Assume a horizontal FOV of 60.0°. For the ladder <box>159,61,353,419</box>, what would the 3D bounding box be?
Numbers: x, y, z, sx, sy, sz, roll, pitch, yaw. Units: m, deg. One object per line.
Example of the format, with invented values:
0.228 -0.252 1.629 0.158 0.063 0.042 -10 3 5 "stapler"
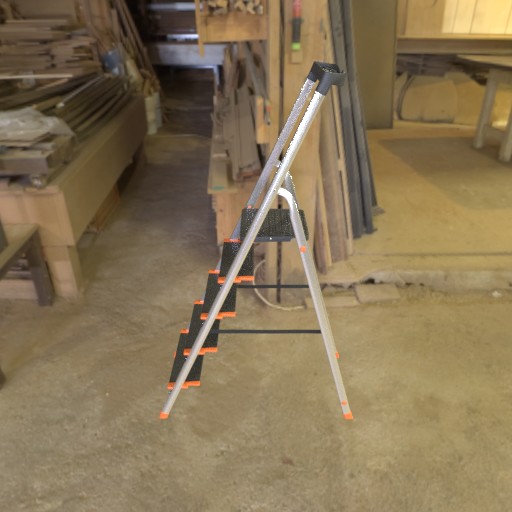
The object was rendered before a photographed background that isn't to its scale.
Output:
0.000 0.000 2.074 0.995 1.646 0.480 0 29 0 "ladder"
